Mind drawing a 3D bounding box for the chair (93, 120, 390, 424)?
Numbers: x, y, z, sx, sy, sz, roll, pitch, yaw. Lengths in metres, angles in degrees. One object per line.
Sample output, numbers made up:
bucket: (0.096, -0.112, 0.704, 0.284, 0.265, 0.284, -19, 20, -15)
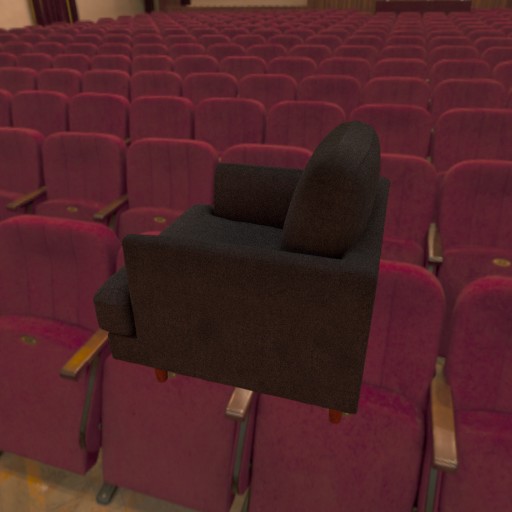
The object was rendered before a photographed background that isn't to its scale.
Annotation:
chair: (0.000, 0.000, 1.687, 0.899, 0.957, 0.858, 8, 30, 15)
